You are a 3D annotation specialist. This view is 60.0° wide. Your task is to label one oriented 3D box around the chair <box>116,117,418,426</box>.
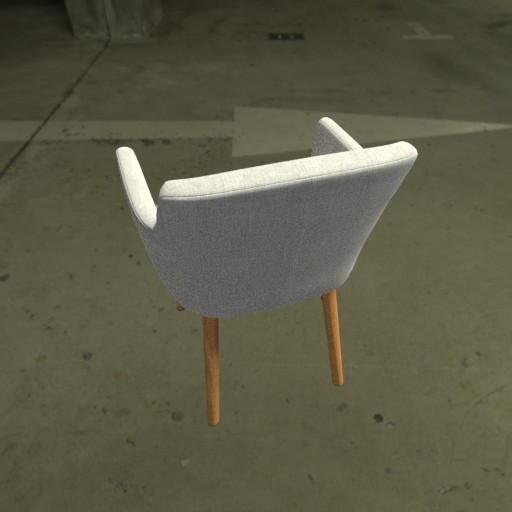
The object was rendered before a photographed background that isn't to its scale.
[{"bbox_3d":[0.000,0.000,1.134,0.570,0.780,0.540,-12,42,-14],"label":"chair"}]
